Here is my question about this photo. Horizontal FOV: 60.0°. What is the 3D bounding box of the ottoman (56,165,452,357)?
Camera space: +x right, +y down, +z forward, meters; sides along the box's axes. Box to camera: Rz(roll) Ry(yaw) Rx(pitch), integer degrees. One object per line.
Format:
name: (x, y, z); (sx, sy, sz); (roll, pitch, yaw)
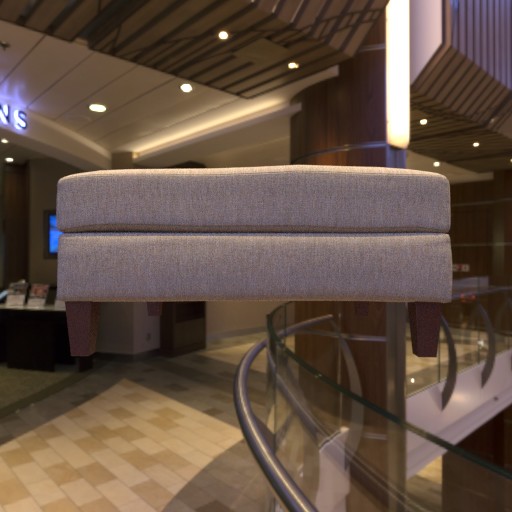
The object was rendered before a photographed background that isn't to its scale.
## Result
ottoman: (0.000, 0.000, 1.465); (0.976, 0.492, 0.836); (0, 0, 1)
